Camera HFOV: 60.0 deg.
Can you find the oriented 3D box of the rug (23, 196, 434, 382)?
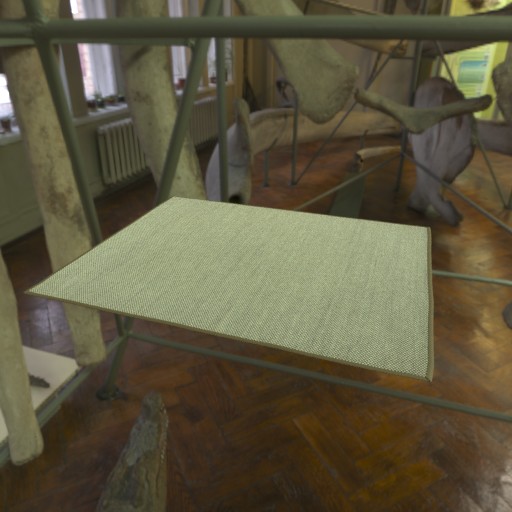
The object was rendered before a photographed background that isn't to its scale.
[{"bbox_3d":[0.000,0.000,4.036,3.041,0.020,2.413,9,28,17],"label":"rug"}]
